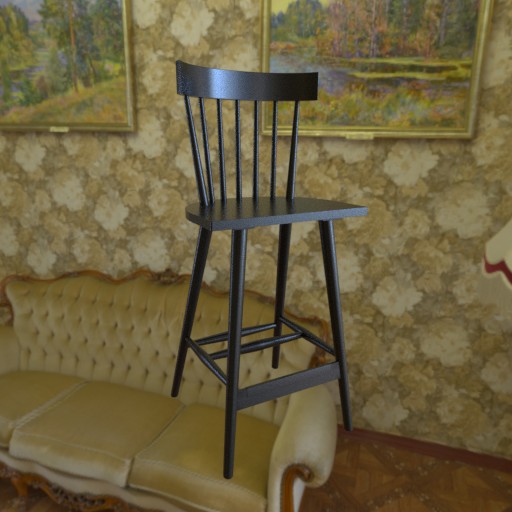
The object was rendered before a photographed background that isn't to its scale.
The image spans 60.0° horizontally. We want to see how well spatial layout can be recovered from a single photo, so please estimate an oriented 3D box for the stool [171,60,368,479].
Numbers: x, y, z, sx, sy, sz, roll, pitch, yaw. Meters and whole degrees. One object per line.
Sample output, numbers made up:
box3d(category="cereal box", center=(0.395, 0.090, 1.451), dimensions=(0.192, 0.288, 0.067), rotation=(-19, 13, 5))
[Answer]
box3d(category="stool", center=(0.000, 0.000, 1.371), dimensions=(0.482, 1.092, 0.483), rotation=(-8, 17, -28))
